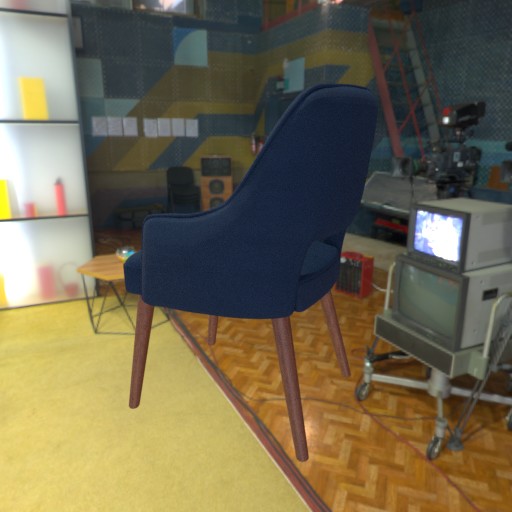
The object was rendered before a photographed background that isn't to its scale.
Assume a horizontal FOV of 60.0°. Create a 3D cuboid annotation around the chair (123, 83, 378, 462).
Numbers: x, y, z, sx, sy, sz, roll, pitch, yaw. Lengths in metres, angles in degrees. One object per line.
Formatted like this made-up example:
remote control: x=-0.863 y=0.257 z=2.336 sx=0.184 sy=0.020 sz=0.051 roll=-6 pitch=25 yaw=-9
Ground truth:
chair: x=0.000 y=0.000 z=1.214 sx=0.591 sy=0.844 sz=0.559 roll=7 pitch=17 yaw=24
